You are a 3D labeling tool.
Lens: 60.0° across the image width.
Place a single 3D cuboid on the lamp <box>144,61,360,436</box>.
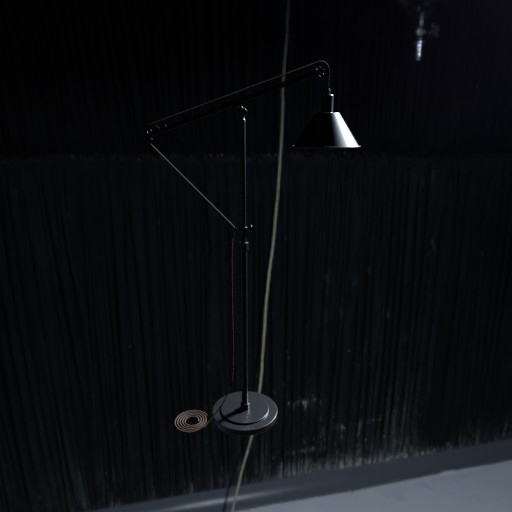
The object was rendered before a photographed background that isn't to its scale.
[{"bbox_3d":[0.000,0.000,1.981,0.904,1.626,0.319,-3,16,-11],"label":"lamp"}]
